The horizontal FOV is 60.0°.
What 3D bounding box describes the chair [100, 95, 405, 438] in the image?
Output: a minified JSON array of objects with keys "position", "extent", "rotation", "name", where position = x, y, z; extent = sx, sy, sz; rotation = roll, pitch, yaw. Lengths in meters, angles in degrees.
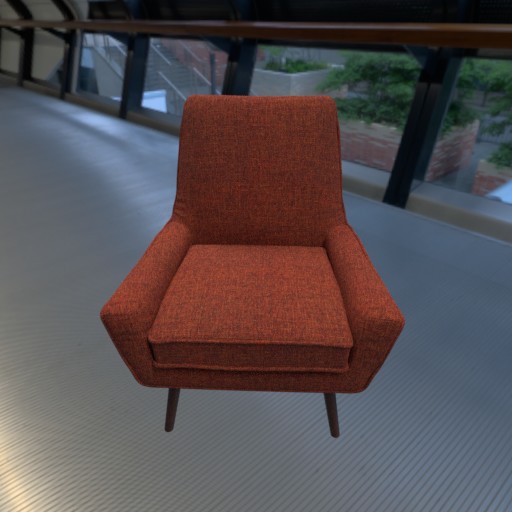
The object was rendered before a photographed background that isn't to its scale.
[{"position":[0.000,0.000,1.476],"extent":[0.803,0.911,0.784],"rotation":[1,30,2],"name":"chair"}]
